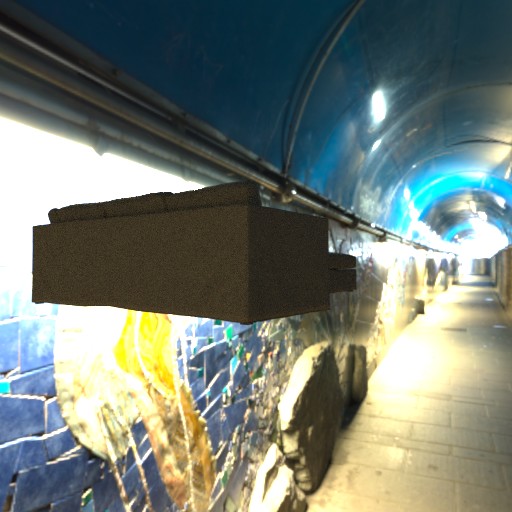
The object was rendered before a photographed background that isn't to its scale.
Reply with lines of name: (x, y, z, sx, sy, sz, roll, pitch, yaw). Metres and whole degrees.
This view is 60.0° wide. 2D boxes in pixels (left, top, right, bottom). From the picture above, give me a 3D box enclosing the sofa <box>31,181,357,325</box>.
sofa: (0.000, 0.000, 4.599, 2.427, 0.882, 3.460, -1, -1, 36)
